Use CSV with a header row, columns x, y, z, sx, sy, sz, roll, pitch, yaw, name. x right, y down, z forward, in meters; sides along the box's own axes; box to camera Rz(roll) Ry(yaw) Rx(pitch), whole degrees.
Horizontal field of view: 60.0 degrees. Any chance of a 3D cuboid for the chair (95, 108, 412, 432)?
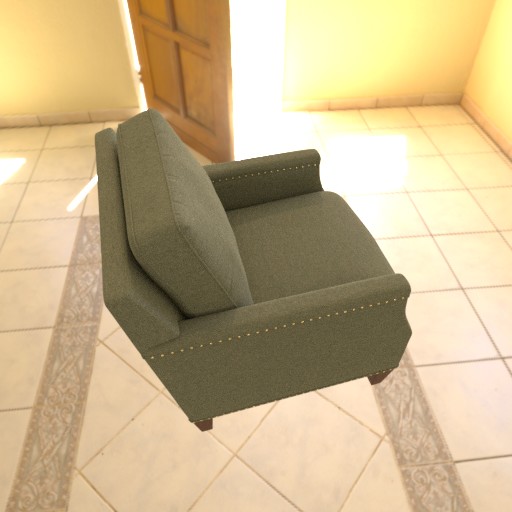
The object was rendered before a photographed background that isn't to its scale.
x,y,z,sx,sy,sz,roll,pitch,yaw,name
0.000,0.000,1.761,1.031,1.031,0.885,-11,47,-11,chair
